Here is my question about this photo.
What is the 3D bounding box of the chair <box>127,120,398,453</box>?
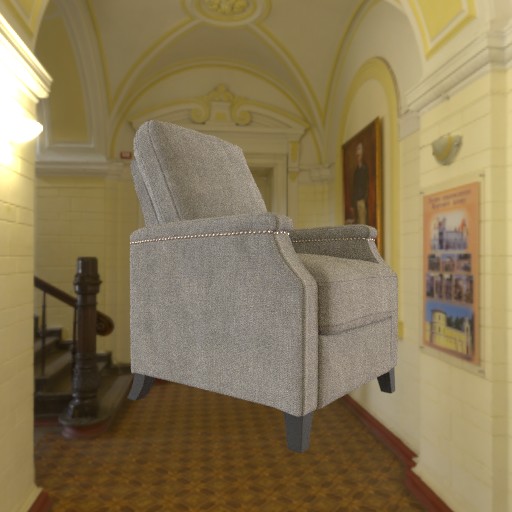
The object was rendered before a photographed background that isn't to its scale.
[{"bbox_3d":[0.000,0.000,1.697,0.922,1.049,0.710,0,0,38],"label":"chair"}]
